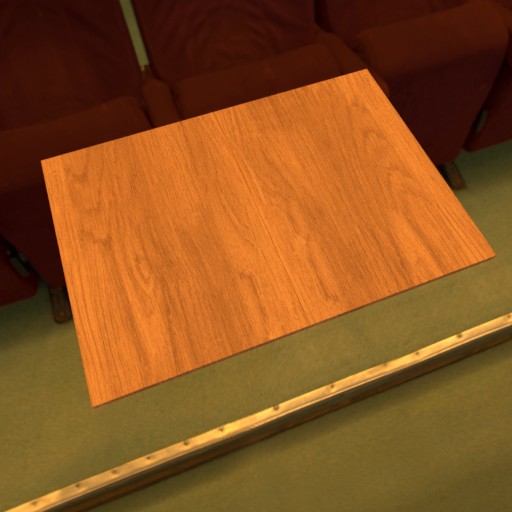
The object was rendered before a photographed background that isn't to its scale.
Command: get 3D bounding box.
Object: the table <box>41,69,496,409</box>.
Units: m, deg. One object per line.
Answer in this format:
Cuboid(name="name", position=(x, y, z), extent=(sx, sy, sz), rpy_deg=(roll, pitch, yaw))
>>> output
Cuboid(name="table", position=(0.000, 0.000, 1.841), extent=(1.300, 0.770, 0.900), rpy_deg=(-19, 65, -9))
